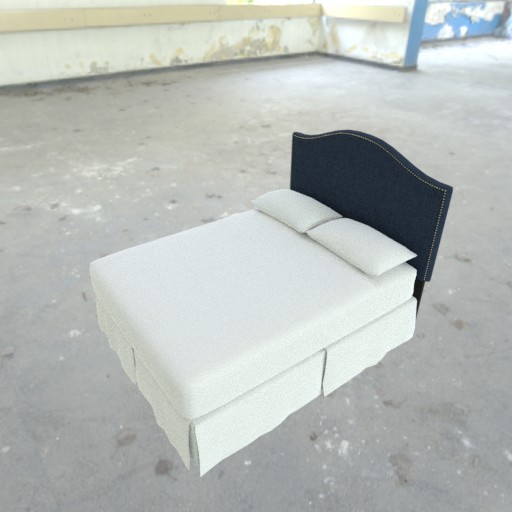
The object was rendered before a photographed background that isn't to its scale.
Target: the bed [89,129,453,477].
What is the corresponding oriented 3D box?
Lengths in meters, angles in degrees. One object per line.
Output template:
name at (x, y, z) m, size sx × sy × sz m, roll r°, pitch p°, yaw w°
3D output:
bed at (0.000, 0.000, 3.338) m, size 2.153 × 1.518 × 1.725 m, roll -21°, pitch 37°, yaw -30°
